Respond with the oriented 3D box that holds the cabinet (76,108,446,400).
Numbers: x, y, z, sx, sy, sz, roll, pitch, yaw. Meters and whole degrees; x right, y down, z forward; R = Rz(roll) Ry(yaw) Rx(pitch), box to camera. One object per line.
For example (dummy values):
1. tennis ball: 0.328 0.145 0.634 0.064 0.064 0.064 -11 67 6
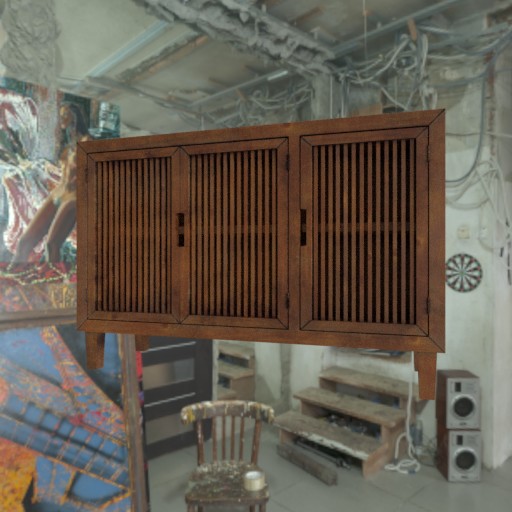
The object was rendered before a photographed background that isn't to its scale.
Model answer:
1. cabinet: 0.000 0.000 1.575 1.204 0.805 0.403 0 0 17
